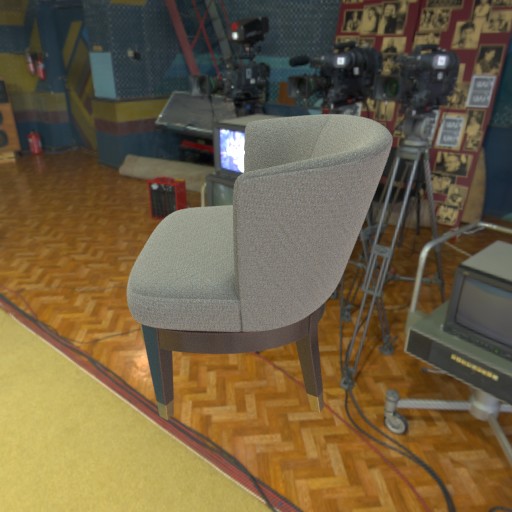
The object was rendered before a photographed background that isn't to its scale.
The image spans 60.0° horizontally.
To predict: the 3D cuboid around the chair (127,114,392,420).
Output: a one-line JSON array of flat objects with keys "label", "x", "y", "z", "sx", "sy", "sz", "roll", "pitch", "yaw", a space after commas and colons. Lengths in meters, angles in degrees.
[{"label": "chair", "x": 0.000, "y": 0.000, "z": 1.306, "sx": 0.660, "sy": 0.760, "sz": 0.700, "roll": 0, "pitch": 25, "yaw": 1}]
